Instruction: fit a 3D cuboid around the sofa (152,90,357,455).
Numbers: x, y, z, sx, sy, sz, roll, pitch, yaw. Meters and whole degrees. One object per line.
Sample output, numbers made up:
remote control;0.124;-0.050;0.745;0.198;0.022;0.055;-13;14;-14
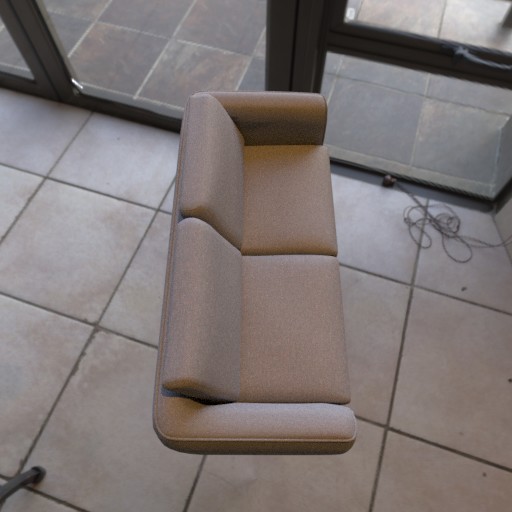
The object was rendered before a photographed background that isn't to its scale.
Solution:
sofa;0.000;0.000;2.482;0.920;0.870;2.000;0;63;0
